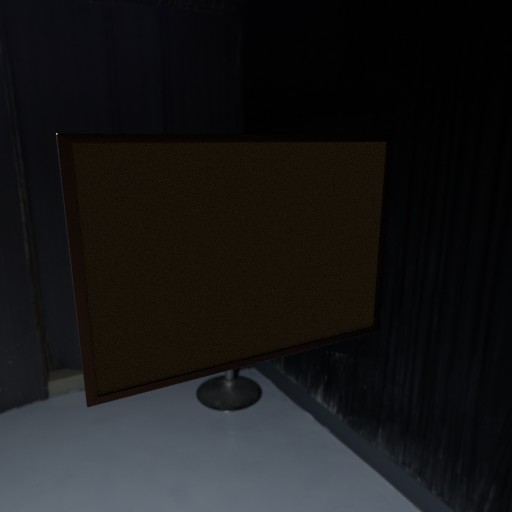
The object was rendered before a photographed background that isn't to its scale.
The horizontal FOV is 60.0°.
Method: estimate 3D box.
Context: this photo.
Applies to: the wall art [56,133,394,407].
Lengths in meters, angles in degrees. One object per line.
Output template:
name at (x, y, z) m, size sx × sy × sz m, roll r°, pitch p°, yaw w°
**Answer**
wall art at (0.000, 0.000, 1.057) m, size 0.816 × 0.559 × 0.014 m, roll -8°, pitch 17°, yaw -27°
